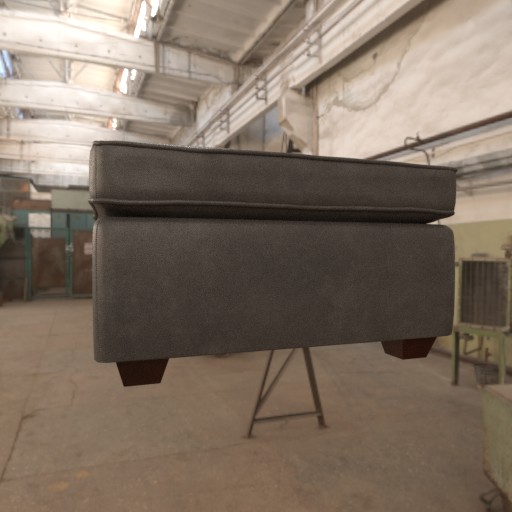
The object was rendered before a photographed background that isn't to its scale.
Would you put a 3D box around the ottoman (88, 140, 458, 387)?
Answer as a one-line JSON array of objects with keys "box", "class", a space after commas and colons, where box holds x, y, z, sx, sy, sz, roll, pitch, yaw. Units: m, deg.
[{"box": [0.000, 0.000, 1.082, 0.756, 0.445, 0.554, 0, 1, -19], "class": "ottoman"}]
